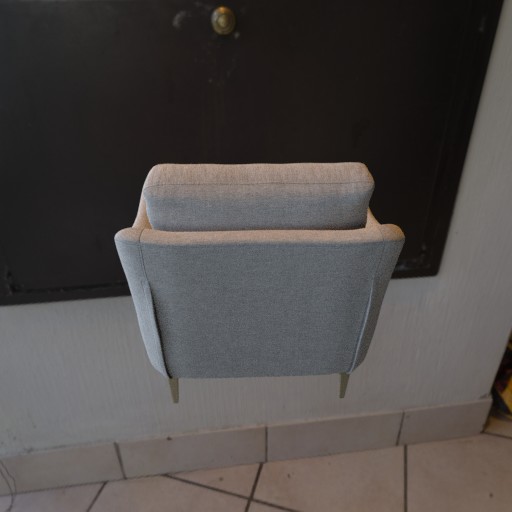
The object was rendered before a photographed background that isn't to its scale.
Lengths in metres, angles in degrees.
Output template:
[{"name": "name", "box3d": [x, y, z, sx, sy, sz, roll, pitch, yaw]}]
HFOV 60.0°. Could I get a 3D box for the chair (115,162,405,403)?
[{"name": "chair", "box3d": [0.000, 0.000, 1.724, 0.986, 0.902, 0.961, -1, 30, -2]}]
